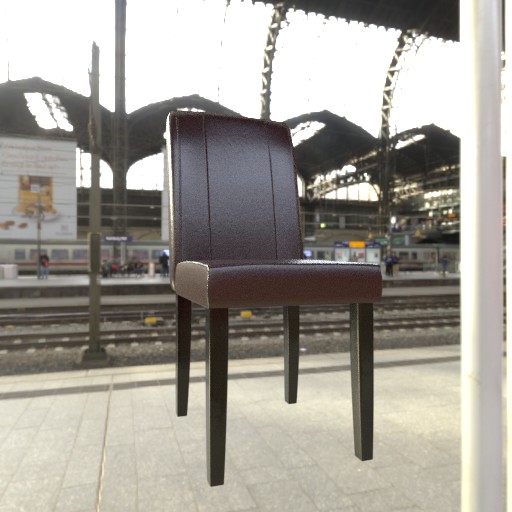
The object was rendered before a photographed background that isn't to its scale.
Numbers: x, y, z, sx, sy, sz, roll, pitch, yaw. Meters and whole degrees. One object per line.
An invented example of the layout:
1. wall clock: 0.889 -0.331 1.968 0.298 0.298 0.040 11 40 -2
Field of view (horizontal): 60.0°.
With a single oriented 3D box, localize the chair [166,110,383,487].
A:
1. chair: 0.000 0.000 1.159 0.399 0.897 0.556 0 -1 -19
